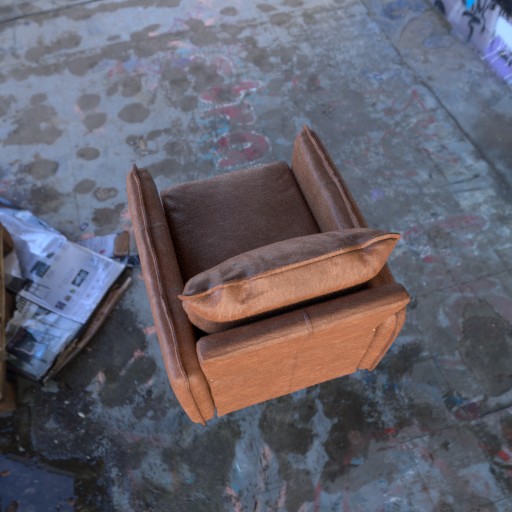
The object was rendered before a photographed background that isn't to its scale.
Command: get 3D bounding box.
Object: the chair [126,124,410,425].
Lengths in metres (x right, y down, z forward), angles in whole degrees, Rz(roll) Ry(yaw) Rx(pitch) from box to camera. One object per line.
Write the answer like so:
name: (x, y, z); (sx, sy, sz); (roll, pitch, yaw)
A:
chair: (0.000, 0.000, 1.641); (0.830, 0.922, 0.922); (-15, 60, -9)
